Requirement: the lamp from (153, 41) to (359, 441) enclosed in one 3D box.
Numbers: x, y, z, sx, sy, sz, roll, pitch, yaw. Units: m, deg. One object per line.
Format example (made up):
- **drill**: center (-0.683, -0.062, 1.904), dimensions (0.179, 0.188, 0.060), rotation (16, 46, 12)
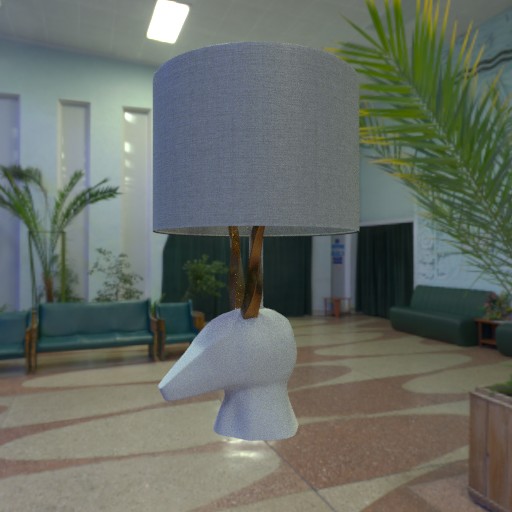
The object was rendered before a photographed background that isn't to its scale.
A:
- **lamp**: center (0.000, 0.000, 0.657), dimensions (0.298, 0.503, 0.298), rotation (0, 0, -19)
